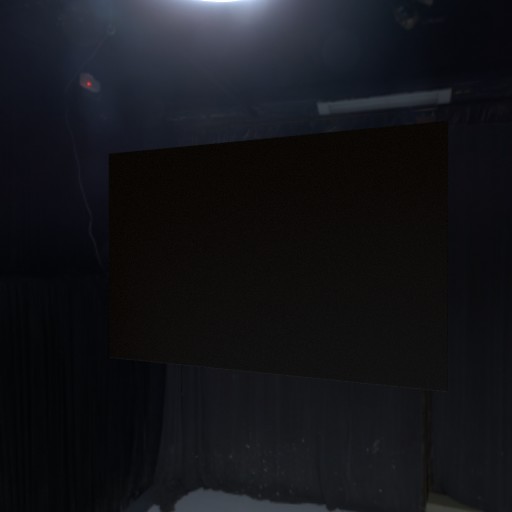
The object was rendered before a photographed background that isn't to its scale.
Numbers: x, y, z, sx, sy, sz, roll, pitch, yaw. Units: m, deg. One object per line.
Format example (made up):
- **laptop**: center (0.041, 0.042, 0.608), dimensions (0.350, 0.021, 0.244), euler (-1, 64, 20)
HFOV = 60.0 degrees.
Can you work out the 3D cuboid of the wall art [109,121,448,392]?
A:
- **wall art**: center (0.000, 0.000, 1.174), dimensions (0.932, 0.610, 0.027), euler (0, 0, 21)
